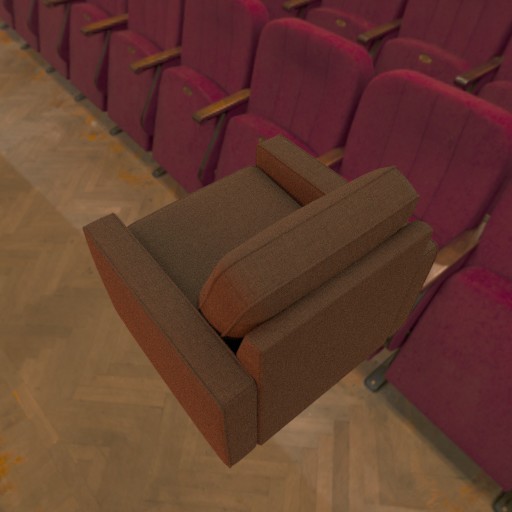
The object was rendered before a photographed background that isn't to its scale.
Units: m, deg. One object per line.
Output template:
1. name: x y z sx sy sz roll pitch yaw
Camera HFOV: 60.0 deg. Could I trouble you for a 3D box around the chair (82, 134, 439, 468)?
1. chair: 0.000 0.000 1.733 1.017 0.919 0.940 -31 56 -24
